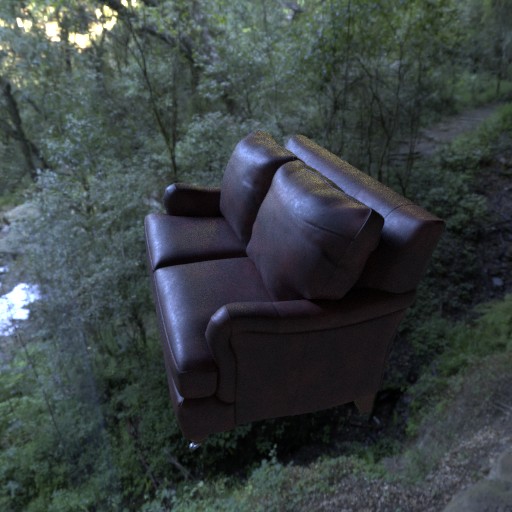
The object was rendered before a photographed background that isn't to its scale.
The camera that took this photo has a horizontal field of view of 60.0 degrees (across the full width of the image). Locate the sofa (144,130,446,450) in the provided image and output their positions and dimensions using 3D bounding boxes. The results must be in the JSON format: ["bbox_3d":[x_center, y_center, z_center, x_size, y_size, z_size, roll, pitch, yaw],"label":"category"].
[{"bbox_3d":[0.000,0.000,2.449,1.148,1.070,1.628,-8,30,-15],"label":"sofa"}]
